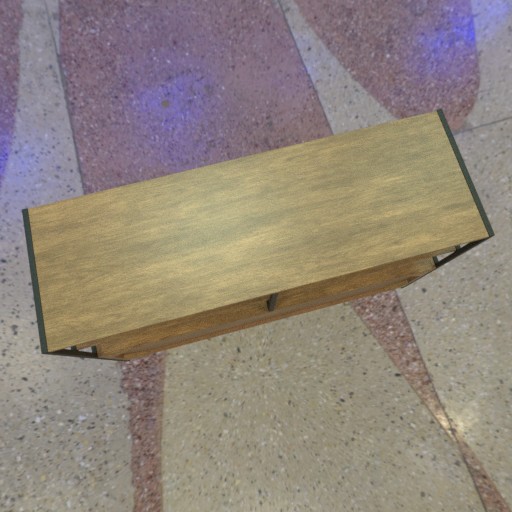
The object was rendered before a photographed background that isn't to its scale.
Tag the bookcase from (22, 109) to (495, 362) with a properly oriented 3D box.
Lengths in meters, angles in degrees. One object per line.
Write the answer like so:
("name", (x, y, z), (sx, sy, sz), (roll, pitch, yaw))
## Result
("bookcase", (0.000, 0.000, 1.474), (1.149, 0.712, 0.391), (-14, 76, -4))
